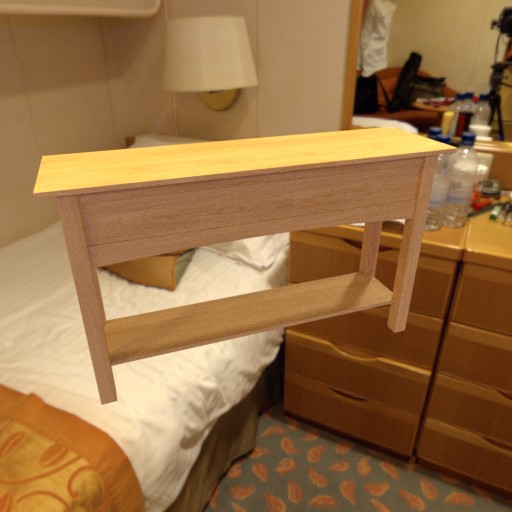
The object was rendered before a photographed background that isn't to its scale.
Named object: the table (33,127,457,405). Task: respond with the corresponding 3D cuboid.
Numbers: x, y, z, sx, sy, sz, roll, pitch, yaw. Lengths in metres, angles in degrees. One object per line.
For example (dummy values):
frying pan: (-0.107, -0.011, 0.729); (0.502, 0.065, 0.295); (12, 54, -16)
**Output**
table: (0.000, 0.000, 1.541); (1.240, 0.730, 0.350); (-9, 29, -17)
